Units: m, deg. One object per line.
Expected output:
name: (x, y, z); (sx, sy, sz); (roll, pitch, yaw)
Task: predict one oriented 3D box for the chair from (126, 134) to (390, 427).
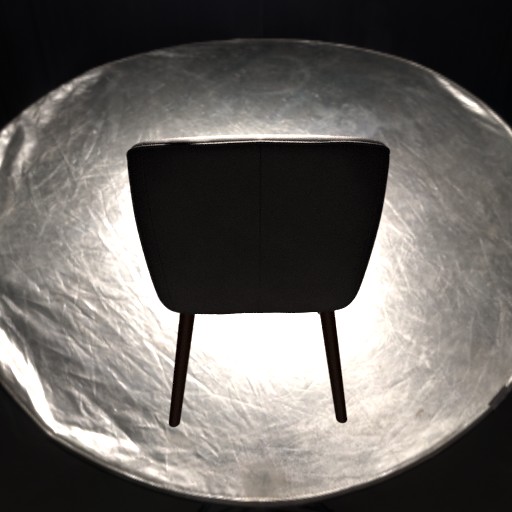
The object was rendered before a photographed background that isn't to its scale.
chair: (0.000, 0.000, 1.285); (0.610, 0.828, 0.610); (-1, 29, -1)
